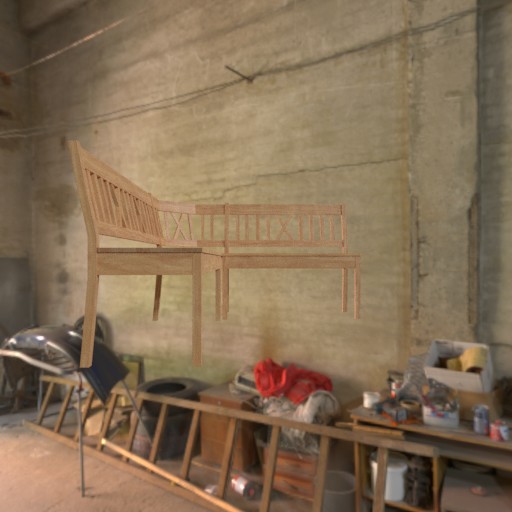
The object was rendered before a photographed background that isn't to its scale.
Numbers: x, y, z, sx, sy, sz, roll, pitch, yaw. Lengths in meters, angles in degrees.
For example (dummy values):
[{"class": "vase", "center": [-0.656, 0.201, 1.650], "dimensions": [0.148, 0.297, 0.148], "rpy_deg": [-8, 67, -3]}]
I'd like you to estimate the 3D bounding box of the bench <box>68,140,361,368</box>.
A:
[{"class": "bench", "center": [0.000, 0.000, 2.740], "dimensions": [1.537, 0.902, 1.937], "rpy_deg": [0, -1, -1]}]
